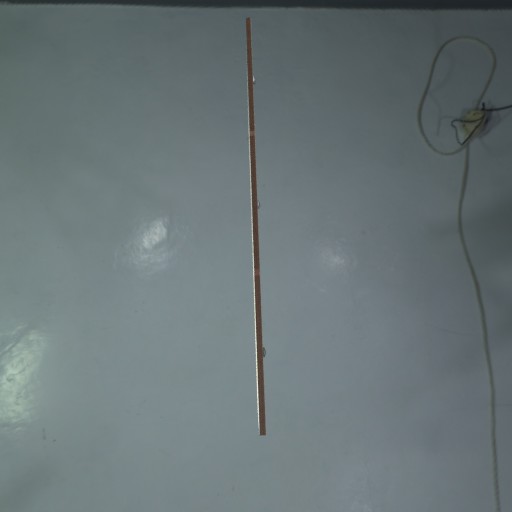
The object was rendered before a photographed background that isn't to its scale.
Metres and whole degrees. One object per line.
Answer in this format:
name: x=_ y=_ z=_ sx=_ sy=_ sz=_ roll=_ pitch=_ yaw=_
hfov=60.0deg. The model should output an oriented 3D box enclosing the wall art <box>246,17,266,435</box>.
wall art: x=0.000 y=0.000 z=1.350 sx=0.018 sy=0.904 sz=0.906 roll=-2 pitch=75 yaw=0
